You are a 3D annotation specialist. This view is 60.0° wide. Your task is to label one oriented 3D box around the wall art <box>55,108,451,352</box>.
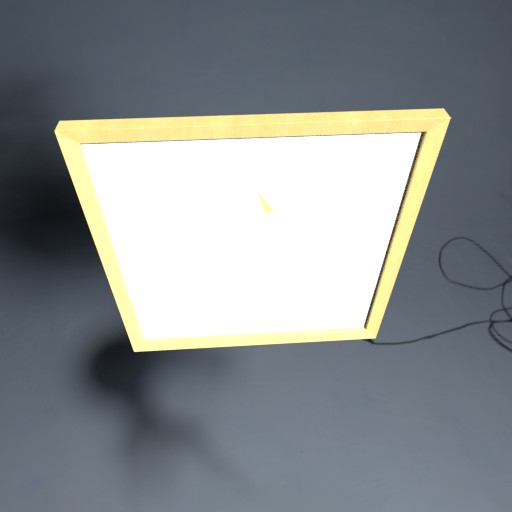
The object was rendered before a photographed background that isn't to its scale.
[{"bbox_3d":[0.000,0.000,2.887,1.935,1.936,0.097,-3,46,-3],"label":"wall art"}]
